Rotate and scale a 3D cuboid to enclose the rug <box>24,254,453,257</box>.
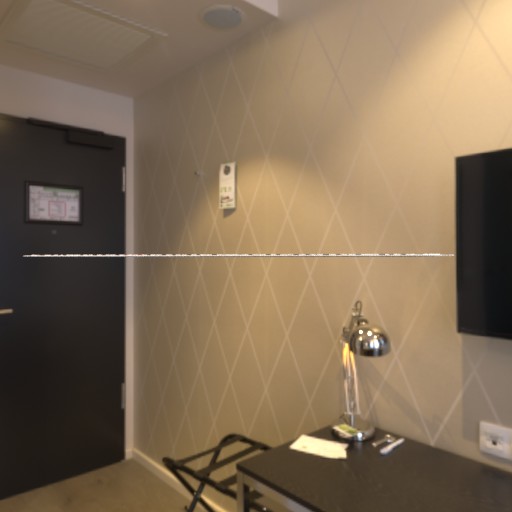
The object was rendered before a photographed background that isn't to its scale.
[{"bbox_3d":[0.000,0.000,2.052,1.556,0.006,1.146,0,0,18],"label":"rug"}]
